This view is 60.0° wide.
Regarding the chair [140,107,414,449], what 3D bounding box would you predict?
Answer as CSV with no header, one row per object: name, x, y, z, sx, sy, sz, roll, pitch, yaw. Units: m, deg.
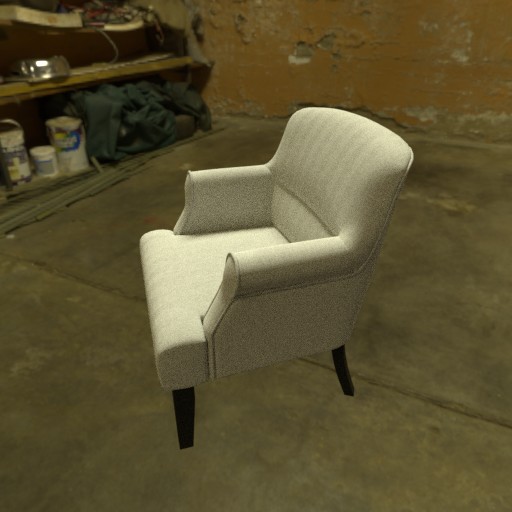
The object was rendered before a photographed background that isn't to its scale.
chair,0.000,0.000,1.500,0.750,0.875,0.781,-8,30,-14
